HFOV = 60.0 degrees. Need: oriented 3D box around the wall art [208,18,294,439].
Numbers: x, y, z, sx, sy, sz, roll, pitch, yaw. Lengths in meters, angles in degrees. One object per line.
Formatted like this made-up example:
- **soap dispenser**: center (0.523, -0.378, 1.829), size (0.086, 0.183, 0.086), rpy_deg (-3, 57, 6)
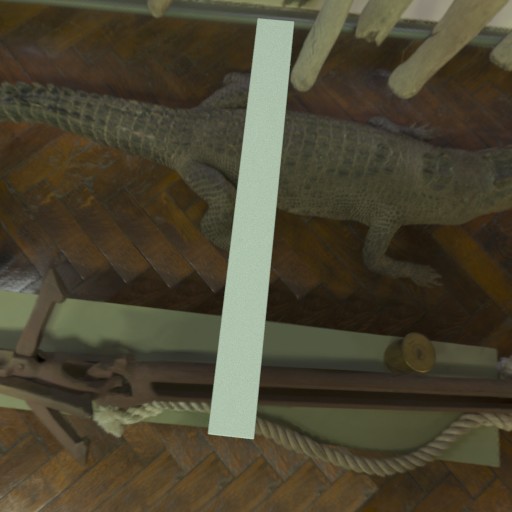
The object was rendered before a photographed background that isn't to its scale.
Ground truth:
- **wall art**: center (0.000, 0.000, 0.608), size (0.038, 0.406, 0.406), rpy_deg (6, 76, 1)
